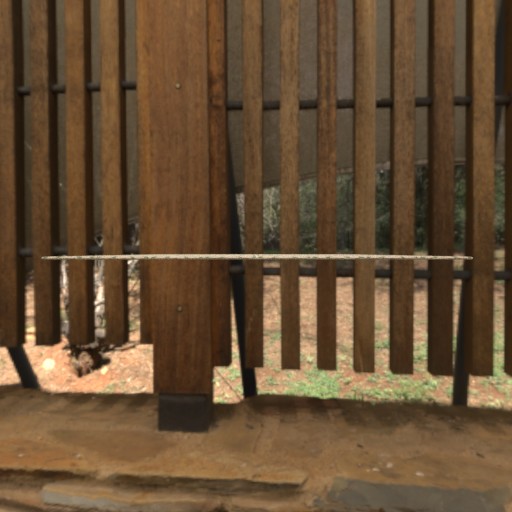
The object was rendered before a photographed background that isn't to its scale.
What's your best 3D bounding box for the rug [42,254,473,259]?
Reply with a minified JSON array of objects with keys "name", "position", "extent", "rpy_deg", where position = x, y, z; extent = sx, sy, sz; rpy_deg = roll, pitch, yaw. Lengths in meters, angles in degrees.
[{"name":"rug","position":[0.000,0.000,4.015],"extent":[2.441,0.017,3.050],"rpy_deg":[0,0,0]}]
